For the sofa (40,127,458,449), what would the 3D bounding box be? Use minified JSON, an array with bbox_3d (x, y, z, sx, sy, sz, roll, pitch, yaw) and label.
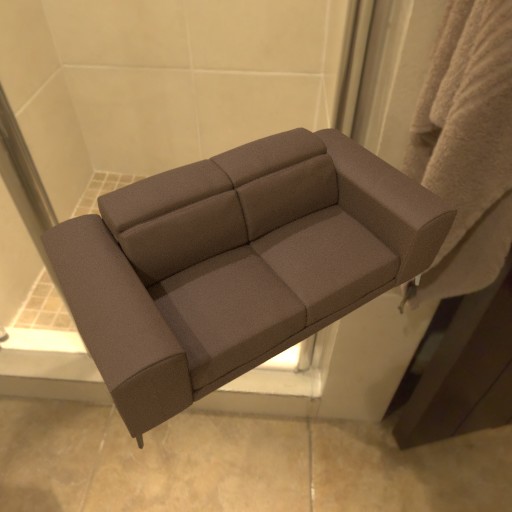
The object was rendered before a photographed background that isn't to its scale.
[{"bbox_3d":[0.000,0.000,2.377,1.895,0.779,1.003,-25,50,-23],"label":"sofa"}]
